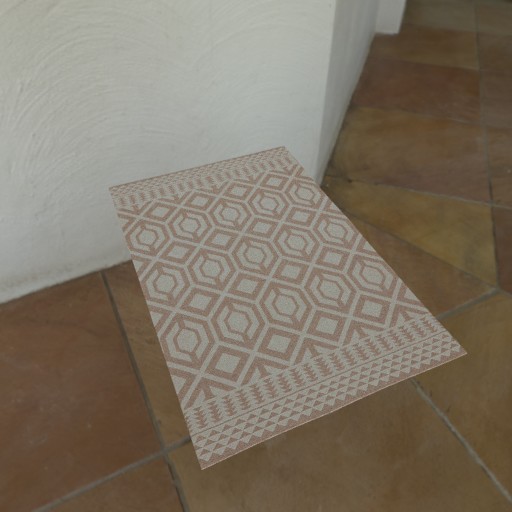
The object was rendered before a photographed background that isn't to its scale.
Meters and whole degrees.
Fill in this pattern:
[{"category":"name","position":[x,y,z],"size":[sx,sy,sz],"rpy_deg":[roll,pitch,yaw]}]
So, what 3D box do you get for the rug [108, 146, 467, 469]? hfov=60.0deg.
[{"category":"rug","position":[0.000,0.000,2.355],"size":[1.219,0.008,1.829],"rpy_deg":[-17,48,-16]}]
